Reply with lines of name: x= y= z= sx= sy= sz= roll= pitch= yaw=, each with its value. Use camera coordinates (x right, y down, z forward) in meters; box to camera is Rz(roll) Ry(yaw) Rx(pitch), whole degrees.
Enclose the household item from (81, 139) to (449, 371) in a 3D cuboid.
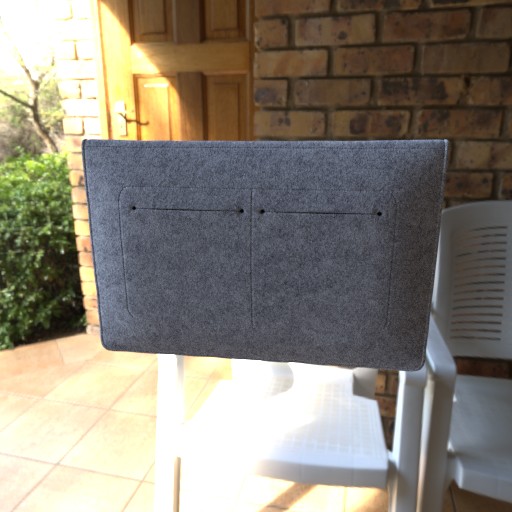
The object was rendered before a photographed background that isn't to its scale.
household item: x=0.000 y=0.000 z=0.433 sx=0.335 sy=0.221 sz=0.057 roll=2 pitch=16 yaw=8
